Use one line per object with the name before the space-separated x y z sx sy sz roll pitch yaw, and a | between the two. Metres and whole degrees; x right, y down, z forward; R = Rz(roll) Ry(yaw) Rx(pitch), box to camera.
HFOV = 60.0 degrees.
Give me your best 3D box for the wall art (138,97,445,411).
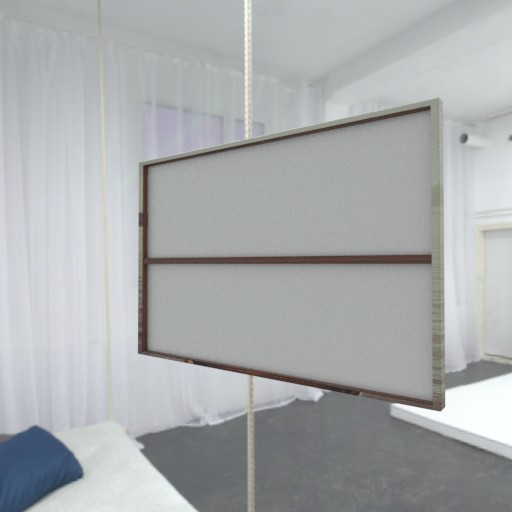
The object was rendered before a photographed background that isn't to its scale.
wall art | 0.000 0.000 1.437 1.149 0.765 0.040 -1 -1 37
